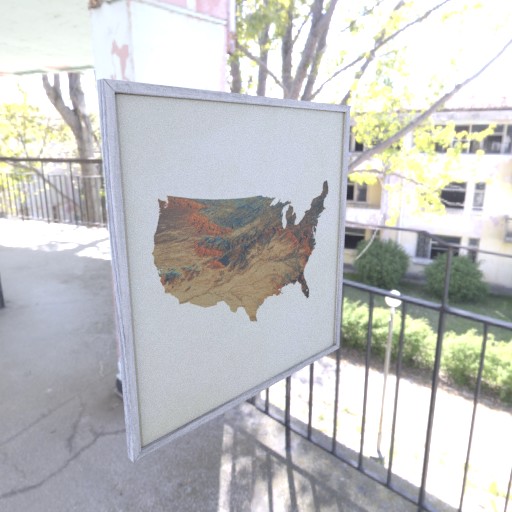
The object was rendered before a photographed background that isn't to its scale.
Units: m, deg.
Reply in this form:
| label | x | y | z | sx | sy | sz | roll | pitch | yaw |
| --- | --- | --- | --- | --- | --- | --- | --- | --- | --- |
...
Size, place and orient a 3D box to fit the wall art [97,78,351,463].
| label | x | y | z | sx | sy | sz | roll | pitch | yaw |
| --- | --- | --- | --- | --- | --- | --- | --- | --- | --- |
| wall art | 0.000 | 0.000 | 0.743 | 0.016 | 0.507 | 0.508 | 13 | 19 | 43 |
